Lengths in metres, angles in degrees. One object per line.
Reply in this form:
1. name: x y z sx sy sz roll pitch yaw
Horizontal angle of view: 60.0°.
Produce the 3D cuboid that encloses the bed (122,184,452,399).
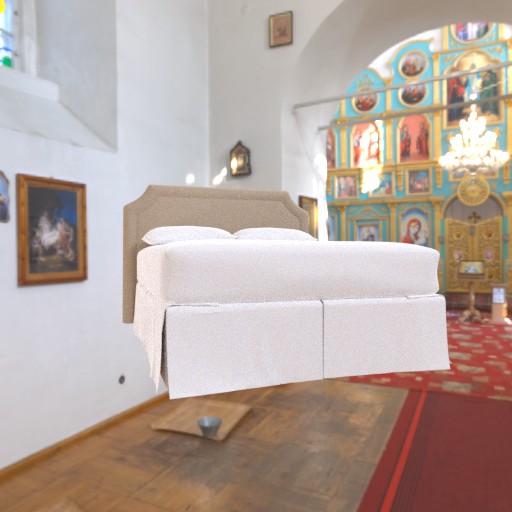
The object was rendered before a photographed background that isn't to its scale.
1. bed: 0.000 0.000 3.283 1.828 1.301 2.204 0 0 -19
